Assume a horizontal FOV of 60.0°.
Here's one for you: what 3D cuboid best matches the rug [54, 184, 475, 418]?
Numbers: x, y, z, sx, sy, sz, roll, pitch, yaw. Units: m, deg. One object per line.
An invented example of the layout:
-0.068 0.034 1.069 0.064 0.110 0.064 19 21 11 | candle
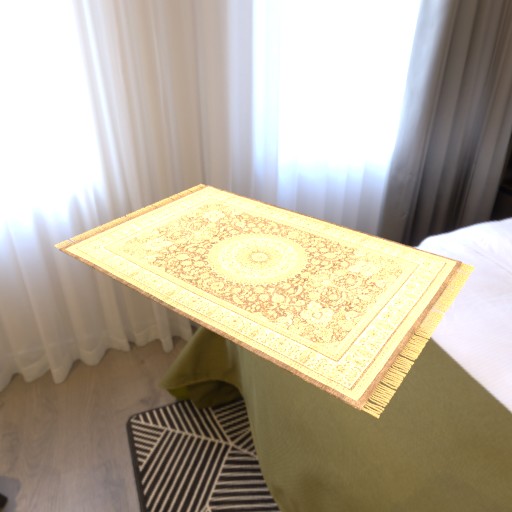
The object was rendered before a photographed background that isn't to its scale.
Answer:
0.000 0.000 4.210 3.422 0.015 2.143 21 36 32 | rug
